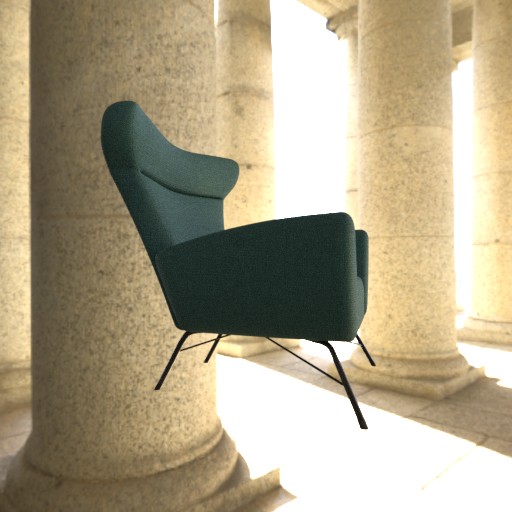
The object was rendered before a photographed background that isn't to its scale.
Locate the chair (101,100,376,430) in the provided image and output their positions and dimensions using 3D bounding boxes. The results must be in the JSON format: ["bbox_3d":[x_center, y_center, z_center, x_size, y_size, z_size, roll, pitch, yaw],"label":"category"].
[{"bbox_3d":[0.000,0.000,1.752,0.900,0.980,1.050,0,0,17],"label":"chair"}]
